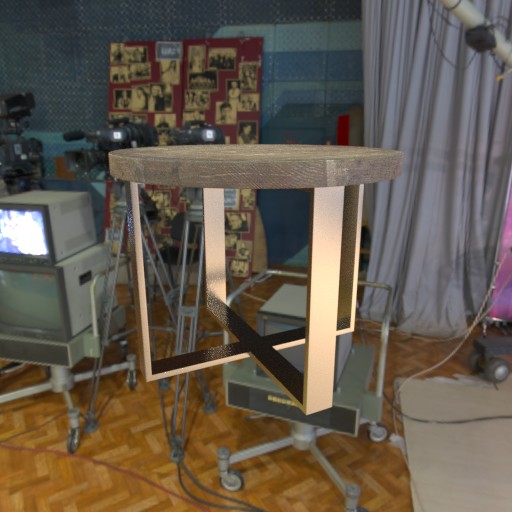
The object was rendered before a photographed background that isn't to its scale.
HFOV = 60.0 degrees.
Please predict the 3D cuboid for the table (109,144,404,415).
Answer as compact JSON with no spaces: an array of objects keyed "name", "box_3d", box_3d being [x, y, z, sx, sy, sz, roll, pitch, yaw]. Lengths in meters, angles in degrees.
[{"name":"table","box_3d":[0.000,0.000,0.941,0.557,0.437,0.557,0,16,0]}]
